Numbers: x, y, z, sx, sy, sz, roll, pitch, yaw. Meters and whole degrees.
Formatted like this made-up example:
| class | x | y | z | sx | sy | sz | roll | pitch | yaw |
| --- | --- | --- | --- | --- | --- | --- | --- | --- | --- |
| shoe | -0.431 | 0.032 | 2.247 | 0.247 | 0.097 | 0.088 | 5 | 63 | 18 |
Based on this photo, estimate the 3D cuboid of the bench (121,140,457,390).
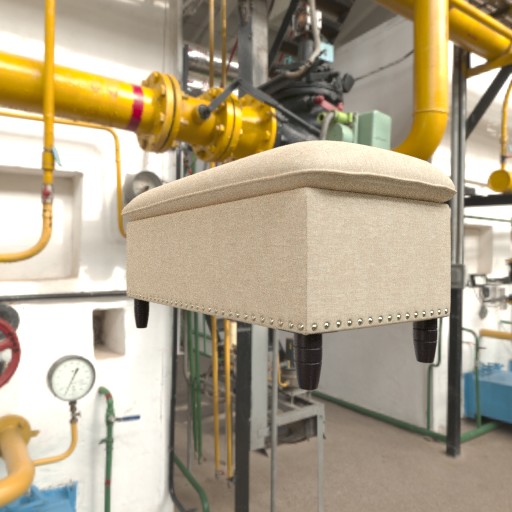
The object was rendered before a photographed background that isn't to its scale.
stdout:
| class | x | y | z | sx | sy | sz | roll | pitch | yaw |
| --- | --- | --- | --- | --- | --- | --- | --- | --- | --- |
| bench | 0.000 | 0.000 | 1.257 | 0.483 | 0.483 | 0.991 | 0 | 0 | -35 |
